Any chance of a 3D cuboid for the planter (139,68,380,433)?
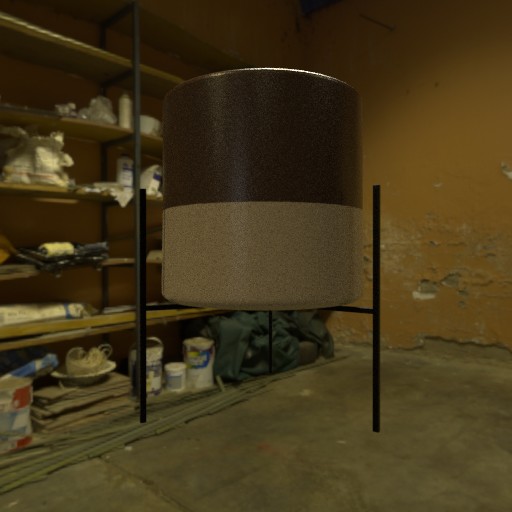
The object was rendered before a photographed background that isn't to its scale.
[{"bbox_3d":[0.000,0.000,0.540,0.250,0.353,0.260,0,0,-1],"label":"planter"}]
